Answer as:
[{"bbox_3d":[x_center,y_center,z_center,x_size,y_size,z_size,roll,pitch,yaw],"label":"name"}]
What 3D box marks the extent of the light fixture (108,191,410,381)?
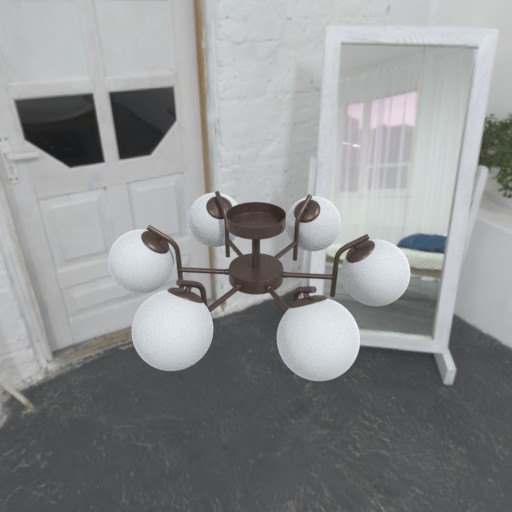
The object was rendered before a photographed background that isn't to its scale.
[{"bbox_3d":[0.000,0.000,0.966,0.662,0.201,0.662,0,31,0],"label":"light fixture"}]
